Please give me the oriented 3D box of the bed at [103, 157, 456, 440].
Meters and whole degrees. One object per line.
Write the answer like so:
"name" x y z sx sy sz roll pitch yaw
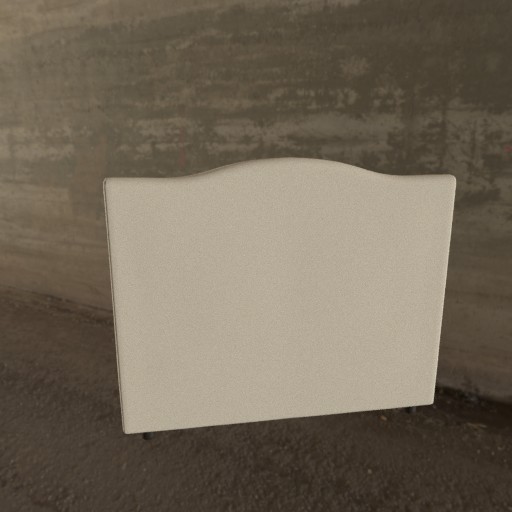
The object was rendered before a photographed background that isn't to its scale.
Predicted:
"bed" 0.000 0.000 3.289 1.753 1.460 2.143 -2 14 -9
